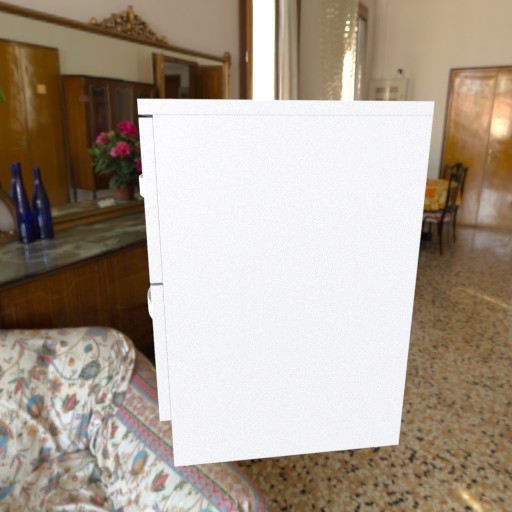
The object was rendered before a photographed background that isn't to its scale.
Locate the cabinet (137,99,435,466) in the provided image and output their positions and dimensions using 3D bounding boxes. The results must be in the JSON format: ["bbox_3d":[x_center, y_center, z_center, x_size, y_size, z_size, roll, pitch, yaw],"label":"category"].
[{"bbox_3d":[0.000,0.000,0.741,0.360,0.470,0.400,-2,16,-8],"label":"cabinet"}]
